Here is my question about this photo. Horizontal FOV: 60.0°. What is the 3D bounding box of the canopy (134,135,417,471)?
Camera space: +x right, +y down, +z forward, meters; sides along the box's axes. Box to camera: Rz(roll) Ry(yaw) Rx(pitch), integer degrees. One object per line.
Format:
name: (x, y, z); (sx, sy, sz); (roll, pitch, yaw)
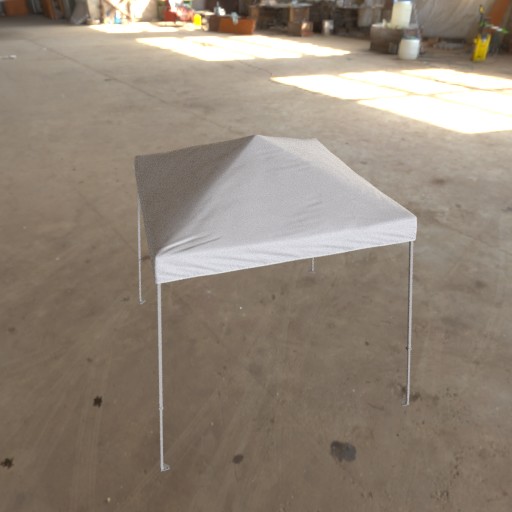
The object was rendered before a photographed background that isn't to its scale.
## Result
canopy: (0.000, 0.000, 5.155); (2.849, 2.849, 2.848); (-9, 34, -14)
